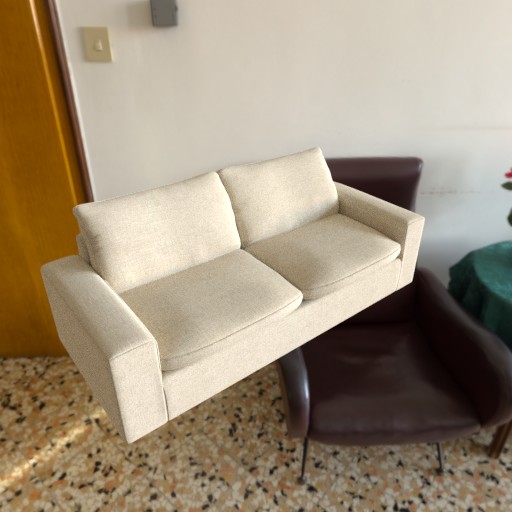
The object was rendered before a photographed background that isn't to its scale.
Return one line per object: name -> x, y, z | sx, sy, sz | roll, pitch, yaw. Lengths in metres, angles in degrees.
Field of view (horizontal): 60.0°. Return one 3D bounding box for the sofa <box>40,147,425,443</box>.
sofa -> 0.000, 0.000, 2.818 | 2.299, 0.922, 1.040 | -21, 36, -33
